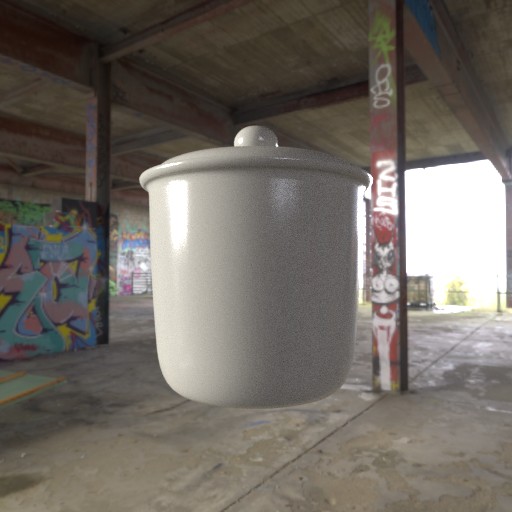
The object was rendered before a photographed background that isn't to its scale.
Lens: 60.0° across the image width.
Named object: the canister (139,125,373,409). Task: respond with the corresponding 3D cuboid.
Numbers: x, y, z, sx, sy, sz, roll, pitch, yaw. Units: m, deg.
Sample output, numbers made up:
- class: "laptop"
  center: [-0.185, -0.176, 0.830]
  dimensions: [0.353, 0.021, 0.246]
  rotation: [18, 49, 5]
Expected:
- class: "canister"
  center: [0.000, 0.000, 0.356]
  dimensions: [0.182, 0.208, 0.182]
  rotation: [0, -1, 0]
